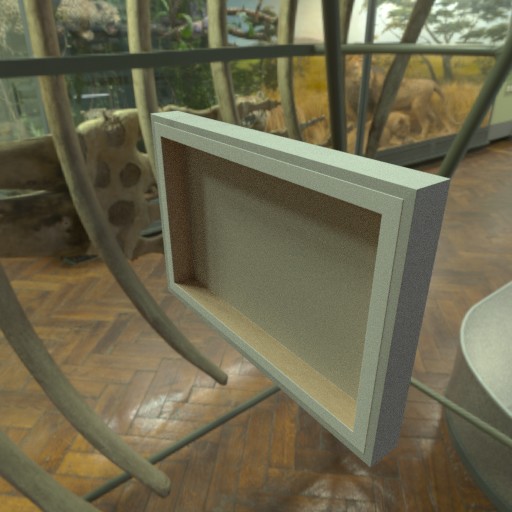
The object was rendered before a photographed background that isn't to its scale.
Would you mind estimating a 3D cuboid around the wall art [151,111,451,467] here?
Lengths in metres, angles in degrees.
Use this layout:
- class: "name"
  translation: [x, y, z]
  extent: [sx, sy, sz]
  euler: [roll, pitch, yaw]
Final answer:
- class: "wall art"
  translation: [0.000, 0.000, 0.479]
  extent: [0.038, 0.254, 0.381]
  euler: [-19, 32, -33]
